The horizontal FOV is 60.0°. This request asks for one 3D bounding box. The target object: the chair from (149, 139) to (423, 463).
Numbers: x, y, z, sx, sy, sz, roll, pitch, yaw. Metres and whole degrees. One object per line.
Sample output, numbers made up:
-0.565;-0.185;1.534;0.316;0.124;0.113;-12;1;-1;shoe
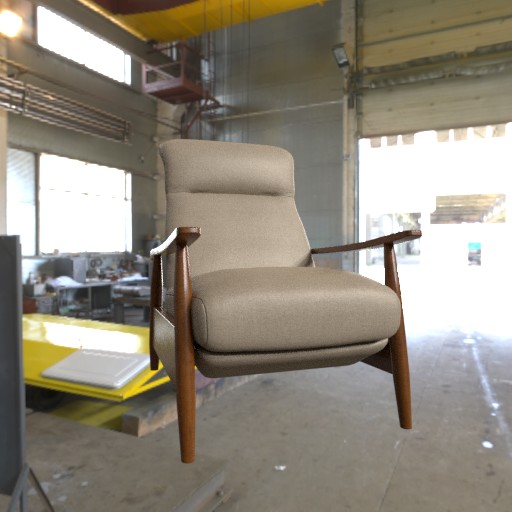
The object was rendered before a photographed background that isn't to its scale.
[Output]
0.000;0.000;1.746;0.762;1.082;1.032;0;1;-18;chair
